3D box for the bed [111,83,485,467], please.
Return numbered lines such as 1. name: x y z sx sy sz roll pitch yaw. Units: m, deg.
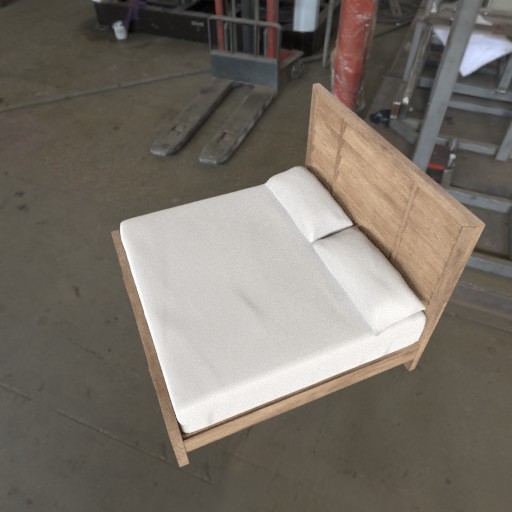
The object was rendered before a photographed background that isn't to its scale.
1. bed: 0.000 0.000 3.540 2.062 1.626 2.032 -17 48 -16
